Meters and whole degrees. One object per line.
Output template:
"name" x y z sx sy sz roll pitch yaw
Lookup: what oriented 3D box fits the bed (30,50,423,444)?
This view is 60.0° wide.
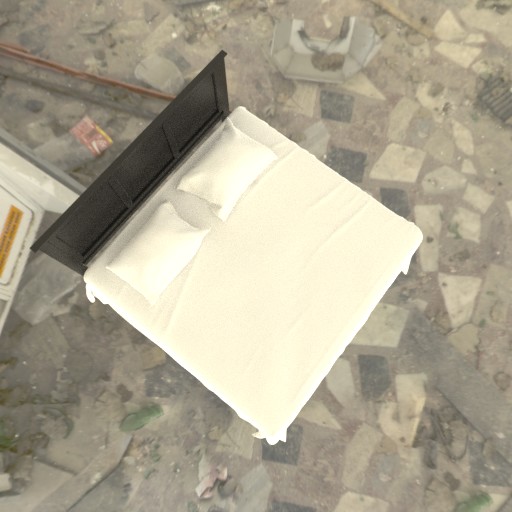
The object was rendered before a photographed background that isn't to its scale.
"bed" 0.000 0.000 3.575 2.219 1.271 2.315 37 78 10
